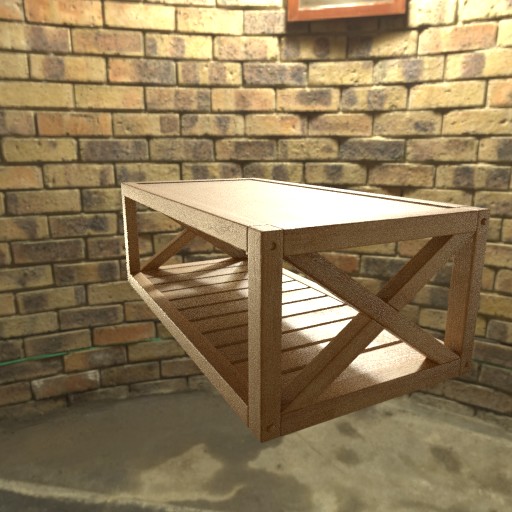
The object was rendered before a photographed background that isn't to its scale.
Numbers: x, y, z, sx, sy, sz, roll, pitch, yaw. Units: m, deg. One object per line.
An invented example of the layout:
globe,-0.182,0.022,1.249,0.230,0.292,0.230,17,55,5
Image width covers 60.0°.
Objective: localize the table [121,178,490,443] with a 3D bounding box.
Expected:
table,0.000,0.000,1.590,0.660,0.457,1.321,-7,16,-27
